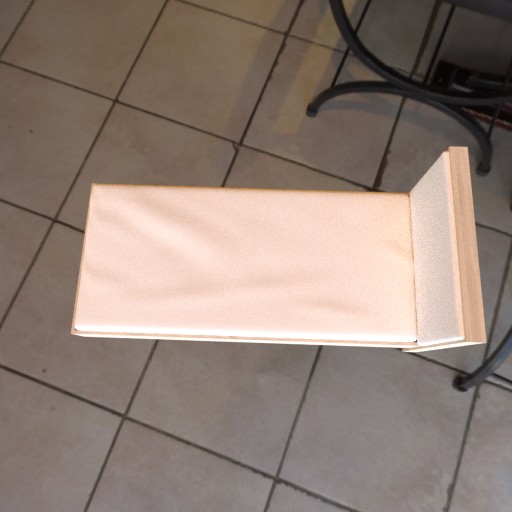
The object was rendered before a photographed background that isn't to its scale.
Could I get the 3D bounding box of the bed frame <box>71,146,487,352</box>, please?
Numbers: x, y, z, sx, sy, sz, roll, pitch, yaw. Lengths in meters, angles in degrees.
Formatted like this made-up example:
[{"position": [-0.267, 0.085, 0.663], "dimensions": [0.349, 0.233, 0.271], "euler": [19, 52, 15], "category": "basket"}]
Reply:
[{"position": [0.000, 0.000, 2.604], "dimensions": [2.140, 0.920, 0.990], "euler": [2, 75, 1], "category": "bed frame"}]
